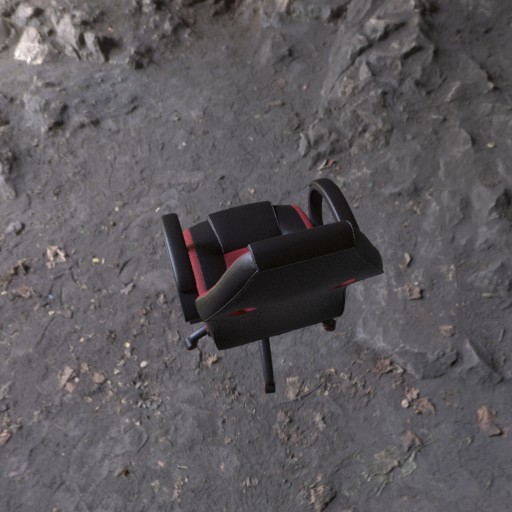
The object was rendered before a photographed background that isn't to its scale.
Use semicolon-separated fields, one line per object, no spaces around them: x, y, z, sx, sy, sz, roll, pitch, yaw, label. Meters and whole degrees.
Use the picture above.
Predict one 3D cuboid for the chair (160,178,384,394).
0.000;0.000;1.745;0.750;1.189;0.783;-14;59;-9;chair
